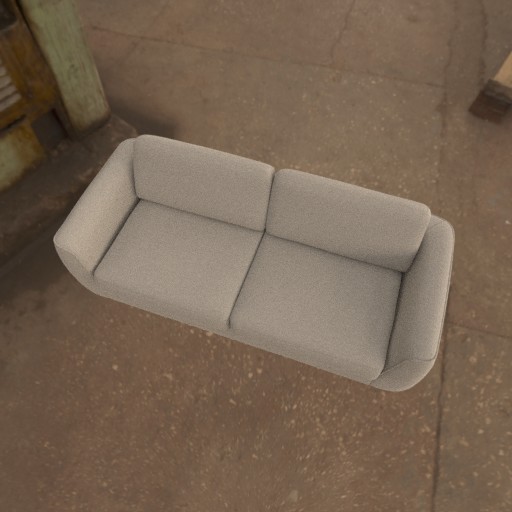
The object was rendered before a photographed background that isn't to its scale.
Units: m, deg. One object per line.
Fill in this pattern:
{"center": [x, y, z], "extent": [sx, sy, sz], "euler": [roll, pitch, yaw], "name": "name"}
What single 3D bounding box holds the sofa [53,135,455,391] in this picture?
{"center": [0.000, 0.000, 2.490], "extent": [2.000, 0.850, 0.920], "euler": [16, 59, 10], "name": "sofa"}
